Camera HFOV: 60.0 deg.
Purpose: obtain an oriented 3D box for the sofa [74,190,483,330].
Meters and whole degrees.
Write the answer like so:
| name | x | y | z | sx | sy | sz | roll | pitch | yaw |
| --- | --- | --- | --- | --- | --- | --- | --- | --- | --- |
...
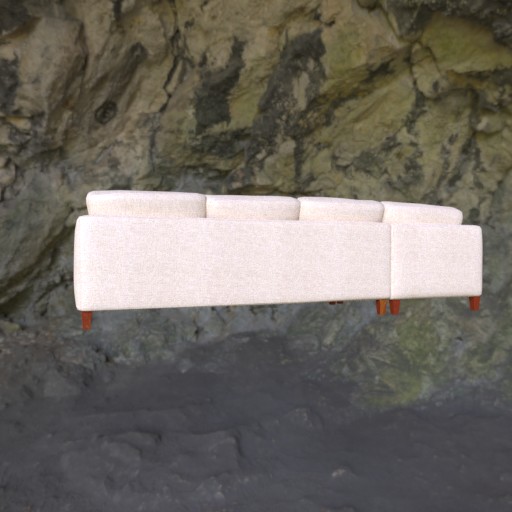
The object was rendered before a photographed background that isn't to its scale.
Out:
| name | x | y | z | sx | sy | sz | roll | pitch | yaw |
| --- | --- | --- | --- | --- | --- | --- | --- | --- | --- |
| sofa | 0.000 | 0.000 | 4.491 | 3.302 | 0.947 | 2.593 | 0 | 0 | -19 |
